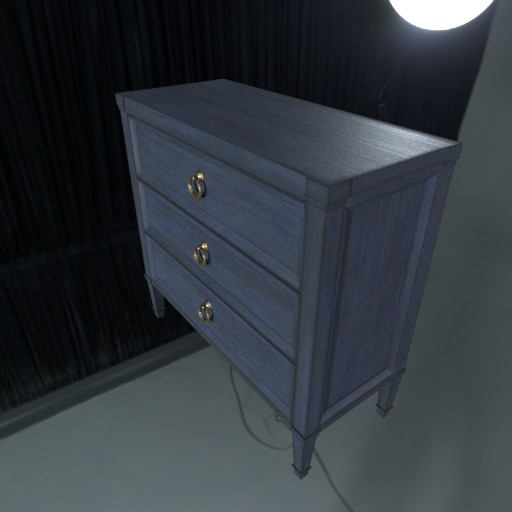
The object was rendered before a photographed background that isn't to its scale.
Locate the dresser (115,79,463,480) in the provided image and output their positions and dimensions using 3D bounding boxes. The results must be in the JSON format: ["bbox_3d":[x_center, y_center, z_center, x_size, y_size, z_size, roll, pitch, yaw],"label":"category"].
[{"bbox_3d":[0.000,0.000,1.566,0.463,0.986,1.049,-22,38,-31],"label":"dresser"}]
